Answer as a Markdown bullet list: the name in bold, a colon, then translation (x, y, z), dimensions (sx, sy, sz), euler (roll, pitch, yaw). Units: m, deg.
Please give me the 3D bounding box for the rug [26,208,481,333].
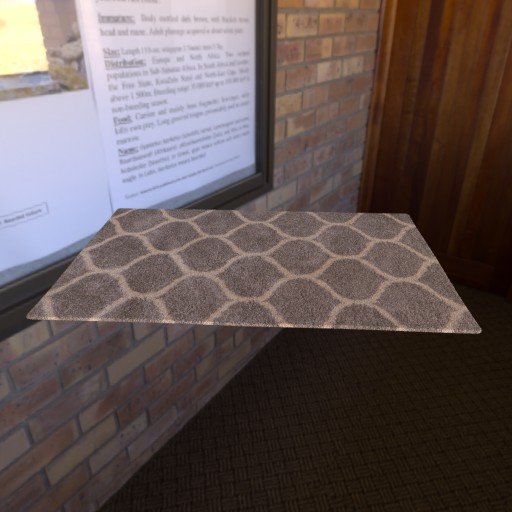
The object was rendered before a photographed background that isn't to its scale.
- **rug**: translation (0.000, 0.000, 2.931), dimensions (2.348, 0.025, 1.501), euler (1, 28, 3)
